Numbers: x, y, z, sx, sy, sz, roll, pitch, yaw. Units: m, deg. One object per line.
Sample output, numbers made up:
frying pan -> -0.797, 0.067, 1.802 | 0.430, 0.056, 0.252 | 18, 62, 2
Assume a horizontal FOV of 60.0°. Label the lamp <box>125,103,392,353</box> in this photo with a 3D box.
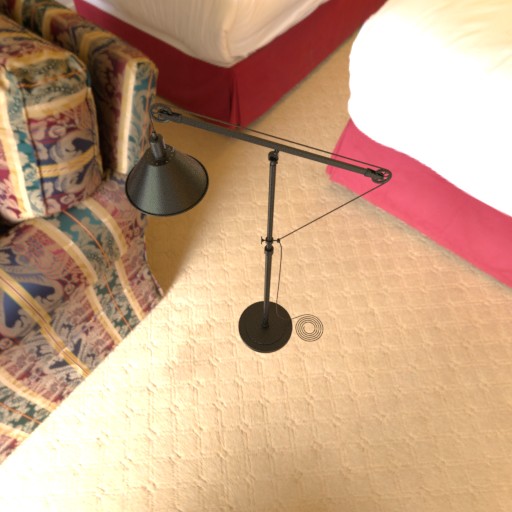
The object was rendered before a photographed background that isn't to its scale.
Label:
lamp -> 0.000, 0.000, 1.932 | 0.904, 1.626, 0.319 | 1, 59, 1
